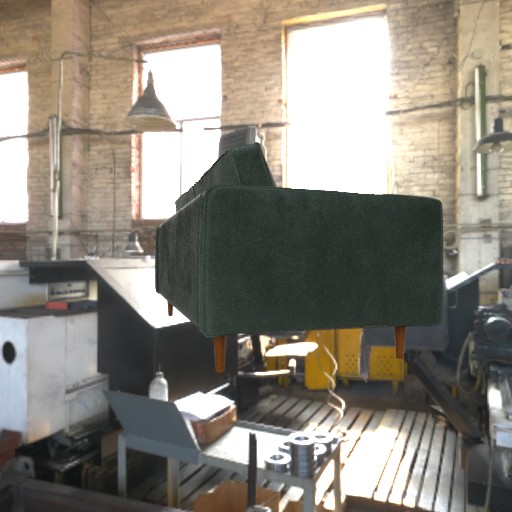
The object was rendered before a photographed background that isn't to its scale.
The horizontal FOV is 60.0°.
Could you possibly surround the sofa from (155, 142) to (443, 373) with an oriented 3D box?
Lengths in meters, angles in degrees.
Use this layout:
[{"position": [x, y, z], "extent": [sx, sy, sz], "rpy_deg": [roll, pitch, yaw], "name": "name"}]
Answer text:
[{"position": [0.000, 0.000, 2.291], "extent": [0.886, 0.781, 1.816], "rpy_deg": [0, 0, -17], "name": "sofa"}]
